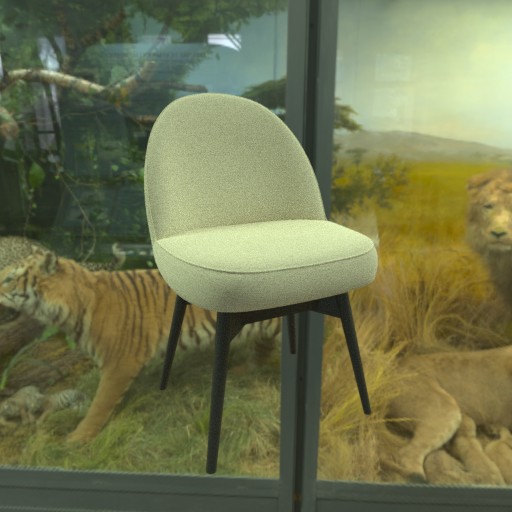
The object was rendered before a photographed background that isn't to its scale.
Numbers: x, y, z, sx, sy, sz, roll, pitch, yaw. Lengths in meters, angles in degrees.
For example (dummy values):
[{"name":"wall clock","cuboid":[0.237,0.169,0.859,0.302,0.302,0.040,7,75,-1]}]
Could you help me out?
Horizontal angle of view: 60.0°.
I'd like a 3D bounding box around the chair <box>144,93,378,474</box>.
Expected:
[{"name":"chair","cuboid":[0.000,0.000,1.166,0.532,0.838,0.540,-8,18,-27]}]
